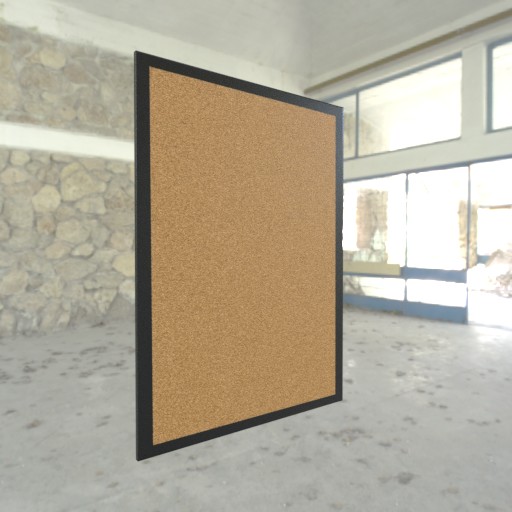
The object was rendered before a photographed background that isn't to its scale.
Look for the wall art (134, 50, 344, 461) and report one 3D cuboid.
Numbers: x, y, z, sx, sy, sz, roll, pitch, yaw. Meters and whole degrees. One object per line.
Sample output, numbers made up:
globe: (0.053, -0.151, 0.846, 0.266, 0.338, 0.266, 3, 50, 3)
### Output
wall art: (0.000, 0.000, 1.258, 0.707, 0.967, 0.013, -1, 1, -37)
